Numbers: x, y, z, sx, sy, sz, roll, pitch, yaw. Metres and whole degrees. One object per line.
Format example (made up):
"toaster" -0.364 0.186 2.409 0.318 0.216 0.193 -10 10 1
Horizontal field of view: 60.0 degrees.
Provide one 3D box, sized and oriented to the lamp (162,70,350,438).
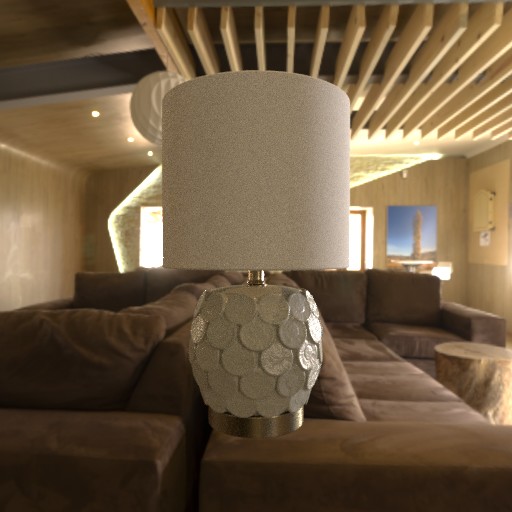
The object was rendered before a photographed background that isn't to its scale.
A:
"lamp" 0.000 0.000 0.613 0.254 0.452 0.254 0 0 0
